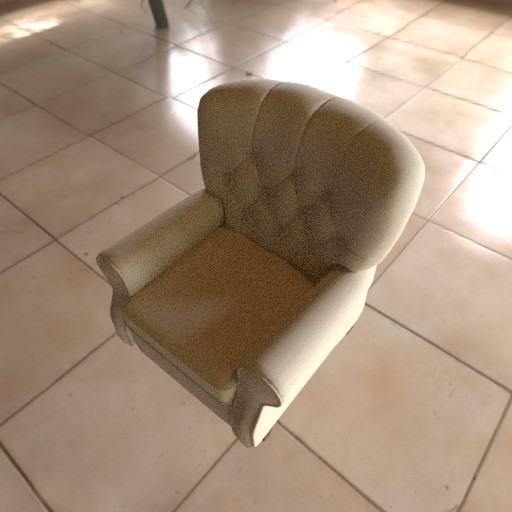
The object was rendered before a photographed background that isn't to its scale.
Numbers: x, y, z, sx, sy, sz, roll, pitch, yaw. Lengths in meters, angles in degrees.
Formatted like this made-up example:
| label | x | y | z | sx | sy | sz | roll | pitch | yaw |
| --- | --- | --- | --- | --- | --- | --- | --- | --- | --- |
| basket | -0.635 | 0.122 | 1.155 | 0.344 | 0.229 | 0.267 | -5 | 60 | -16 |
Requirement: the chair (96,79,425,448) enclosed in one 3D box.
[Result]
| label | x | y | z | sx | sy | sz | roll | pitch | yaw |
| --- | --- | --- | --- | --- | --- | --- | --- | --- | --- |
| chair | 0.000 | 0.000 | 1.979 | 1.035 | 1.169 | 1.132 | 31 | 54 | 26 |
